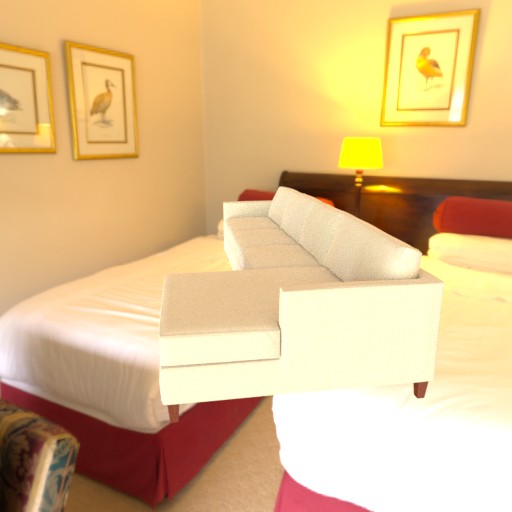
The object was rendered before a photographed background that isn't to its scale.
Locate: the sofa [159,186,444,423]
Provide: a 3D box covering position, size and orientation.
[{"bbox_3d":[0.000,0.000,4.037,1.599,0.954,3.471,-2,15,-9],"label":"sofa"}]
